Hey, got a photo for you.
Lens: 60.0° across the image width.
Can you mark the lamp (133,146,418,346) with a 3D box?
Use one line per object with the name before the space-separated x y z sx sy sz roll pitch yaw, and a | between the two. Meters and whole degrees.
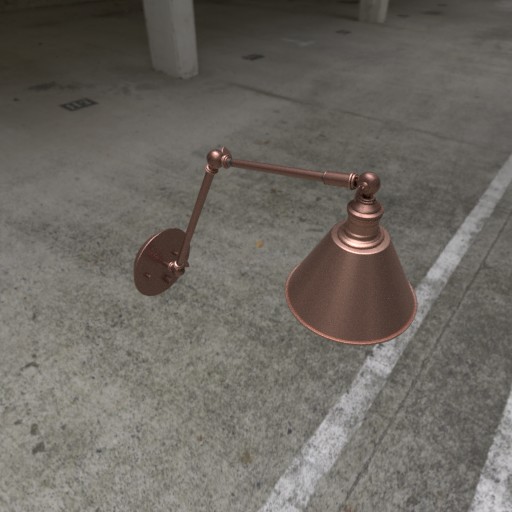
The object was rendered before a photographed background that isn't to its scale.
lamp | 0.000 0.000 0.865 0.624 0.502 0.223 25 46 27
